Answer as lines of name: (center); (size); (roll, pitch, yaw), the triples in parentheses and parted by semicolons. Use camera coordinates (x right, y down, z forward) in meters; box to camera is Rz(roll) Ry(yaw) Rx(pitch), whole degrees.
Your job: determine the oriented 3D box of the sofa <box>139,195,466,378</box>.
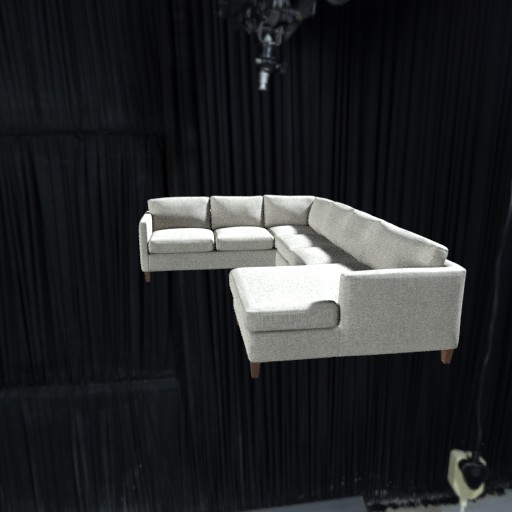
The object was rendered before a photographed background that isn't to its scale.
sofa: (0.000, 0.000, 4.676); (2.593, 0.959, 3.460); (-2, 14, -8)
